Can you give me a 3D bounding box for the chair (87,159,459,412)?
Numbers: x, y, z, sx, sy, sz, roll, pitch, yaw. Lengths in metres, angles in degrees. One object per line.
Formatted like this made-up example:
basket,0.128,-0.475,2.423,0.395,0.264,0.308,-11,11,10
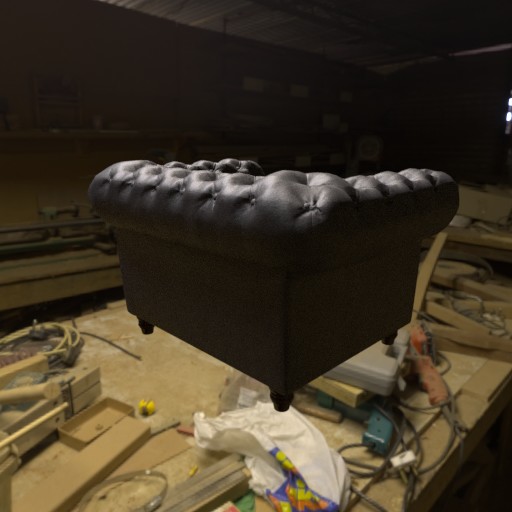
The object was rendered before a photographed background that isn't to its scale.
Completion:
chair,0.000,0.000,1.871,0.943,0.780,1.298,-14,20,-43
